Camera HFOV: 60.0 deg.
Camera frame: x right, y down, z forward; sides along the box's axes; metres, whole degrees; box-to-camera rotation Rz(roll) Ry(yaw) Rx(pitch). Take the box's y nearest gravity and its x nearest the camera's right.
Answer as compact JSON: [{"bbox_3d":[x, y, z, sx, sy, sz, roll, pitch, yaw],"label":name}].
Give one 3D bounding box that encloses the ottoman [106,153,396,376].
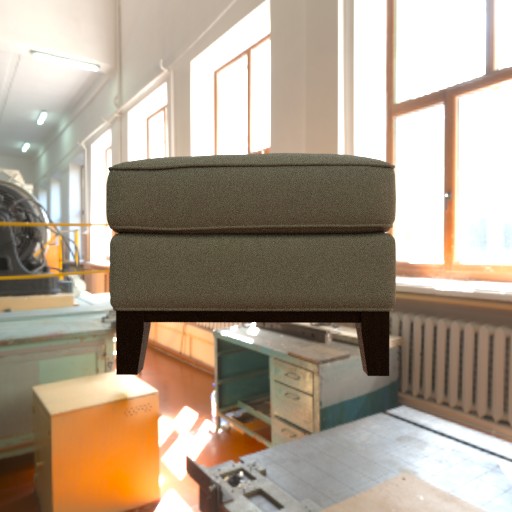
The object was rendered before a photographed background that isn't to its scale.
[{"bbox_3d":[0.000,0.000,1.513,0.648,0.508,1.143,0,1,1],"label":"ottoman"}]
